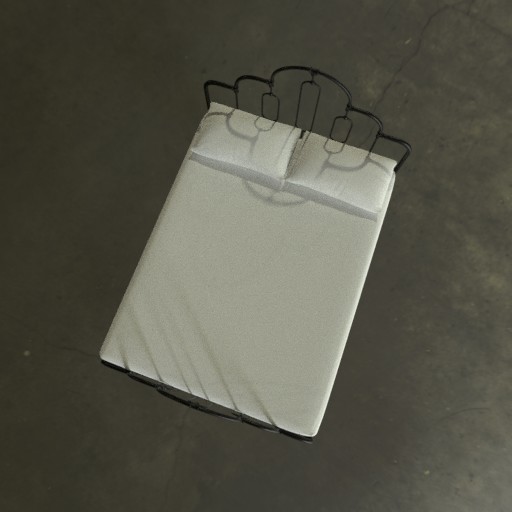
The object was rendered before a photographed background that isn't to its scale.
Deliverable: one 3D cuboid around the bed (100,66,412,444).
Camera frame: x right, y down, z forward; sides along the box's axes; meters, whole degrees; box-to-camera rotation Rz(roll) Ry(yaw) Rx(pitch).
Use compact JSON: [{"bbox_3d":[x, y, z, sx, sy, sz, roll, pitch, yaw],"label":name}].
[{"bbox_3d":[0.000,0.000,3.192,1.626,1.444,2.181,19,76,5],"label":"bed"}]
